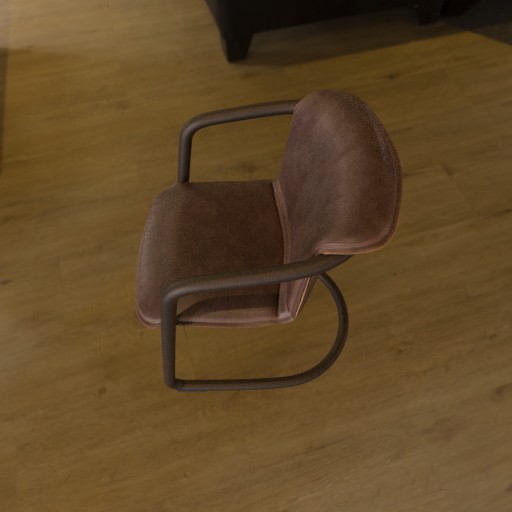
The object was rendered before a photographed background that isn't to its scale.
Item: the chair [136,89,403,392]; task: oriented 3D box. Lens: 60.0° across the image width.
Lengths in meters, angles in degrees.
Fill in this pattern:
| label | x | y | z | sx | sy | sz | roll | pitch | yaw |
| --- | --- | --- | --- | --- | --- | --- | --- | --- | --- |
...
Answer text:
| label | x | y | z | sx | sy | sz | roll | pitch | yaw |
| --- | --- | --- | --- | --- | --- | --- | --- | --- | --- |
| chair | 0.000 | 0.000 | 1.269 | 0.664 | 0.836 | 0.536 | -1 | 57 | 0 |
